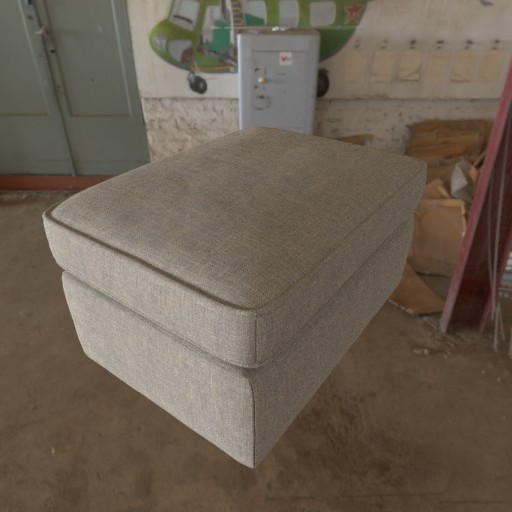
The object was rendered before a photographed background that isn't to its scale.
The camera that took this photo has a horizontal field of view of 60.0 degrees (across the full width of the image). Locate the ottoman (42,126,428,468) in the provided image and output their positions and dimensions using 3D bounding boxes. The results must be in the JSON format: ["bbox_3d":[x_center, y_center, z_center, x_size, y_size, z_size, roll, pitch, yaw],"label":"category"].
[{"bbox_3d":[0.000,0.000,1.082,0.559,0.457,0.762,22,39,30],"label":"ottoman"}]
